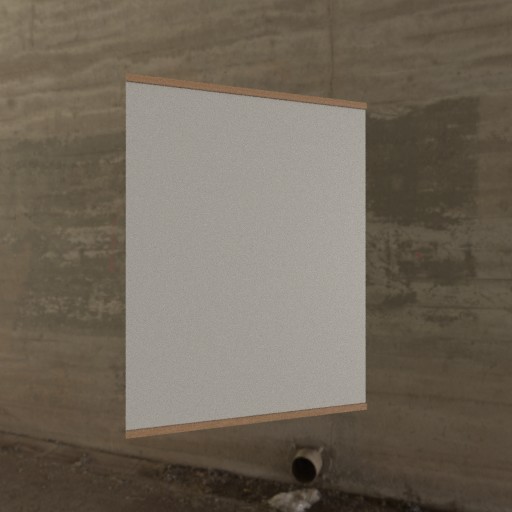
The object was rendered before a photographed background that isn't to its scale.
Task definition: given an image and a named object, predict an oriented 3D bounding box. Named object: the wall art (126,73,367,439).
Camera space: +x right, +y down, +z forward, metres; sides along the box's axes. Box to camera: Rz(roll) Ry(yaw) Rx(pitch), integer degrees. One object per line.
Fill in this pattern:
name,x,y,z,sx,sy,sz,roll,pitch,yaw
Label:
wall art,0.000,0.000,0.814,0.459,0.608,0.012,0,0,-18
